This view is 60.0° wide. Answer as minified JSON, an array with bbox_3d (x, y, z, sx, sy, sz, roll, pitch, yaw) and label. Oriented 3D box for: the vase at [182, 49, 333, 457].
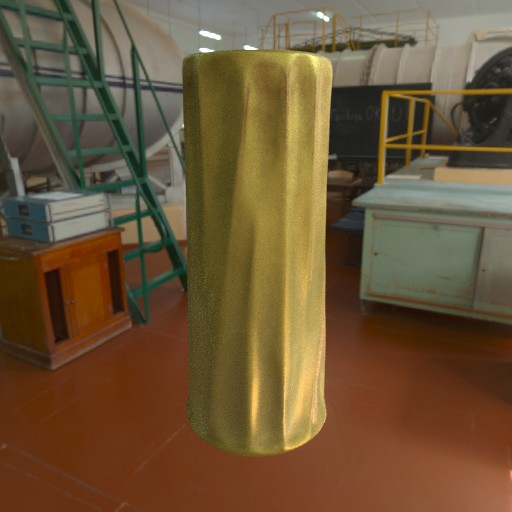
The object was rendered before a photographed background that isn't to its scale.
[{"bbox_3d":[0.000,0.000,0.175,0.061,0.143,0.061,0,17,0],"label":"vase"}]
